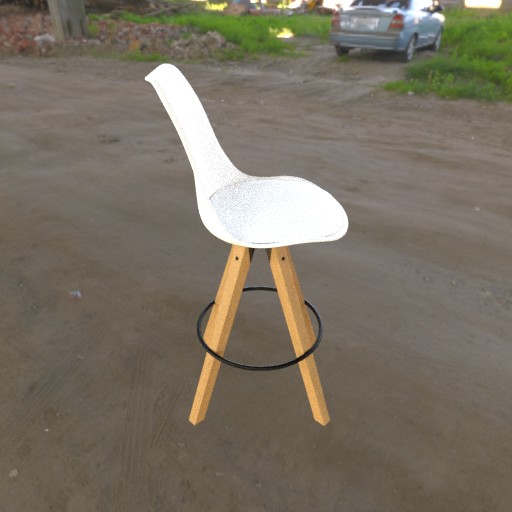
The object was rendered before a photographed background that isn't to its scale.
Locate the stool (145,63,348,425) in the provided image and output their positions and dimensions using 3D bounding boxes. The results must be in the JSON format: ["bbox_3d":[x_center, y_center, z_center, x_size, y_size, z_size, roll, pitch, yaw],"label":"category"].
[{"bbox_3d":[0.000,0.000,1.420,0.549,1.115,0.482,0,31,0],"label":"stool"}]
